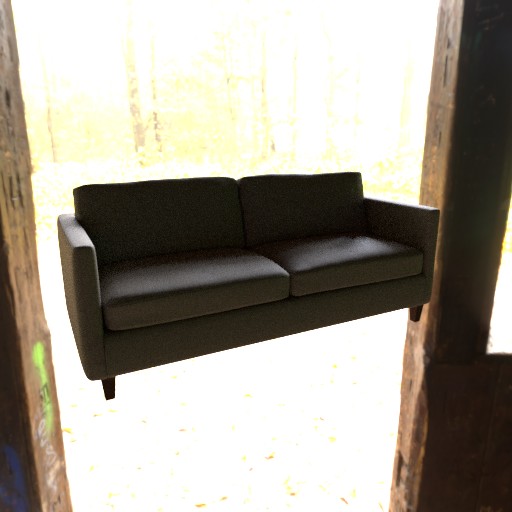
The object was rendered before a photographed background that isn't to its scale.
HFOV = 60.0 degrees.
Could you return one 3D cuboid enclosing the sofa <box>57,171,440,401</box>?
[{"bbox_3d":[0.000,0.000,2.779,2.208,0.963,0.956,-8,17,-26],"label":"sofa"}]
